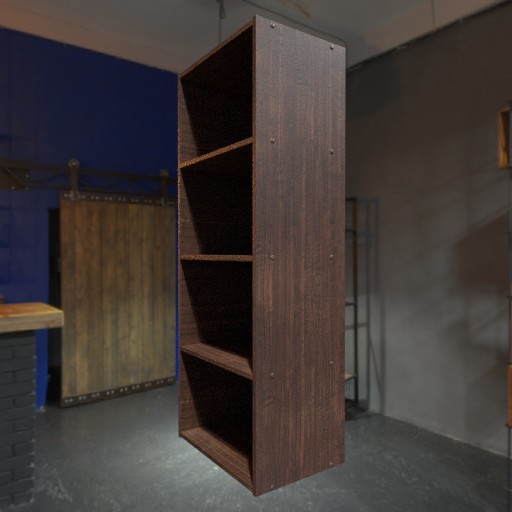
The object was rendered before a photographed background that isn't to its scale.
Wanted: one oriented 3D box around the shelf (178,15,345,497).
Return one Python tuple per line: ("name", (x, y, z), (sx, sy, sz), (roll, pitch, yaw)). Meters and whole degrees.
("shelf", (0.000, 0.000, 1.260), (0.290, 1.099, 0.415), (0, 1, -35))
